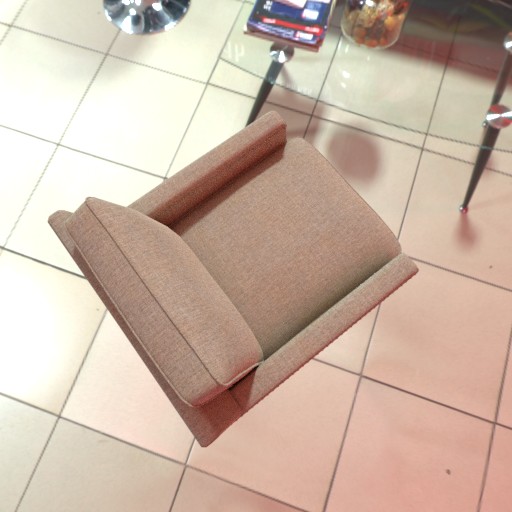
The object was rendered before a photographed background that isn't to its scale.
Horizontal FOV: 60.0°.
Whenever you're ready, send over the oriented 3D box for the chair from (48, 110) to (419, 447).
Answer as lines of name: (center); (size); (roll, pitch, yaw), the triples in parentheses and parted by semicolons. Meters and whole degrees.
chair: (0.000, 0.000, 1.690); (1.014, 0.943, 0.853); (-37, 77, -10)
